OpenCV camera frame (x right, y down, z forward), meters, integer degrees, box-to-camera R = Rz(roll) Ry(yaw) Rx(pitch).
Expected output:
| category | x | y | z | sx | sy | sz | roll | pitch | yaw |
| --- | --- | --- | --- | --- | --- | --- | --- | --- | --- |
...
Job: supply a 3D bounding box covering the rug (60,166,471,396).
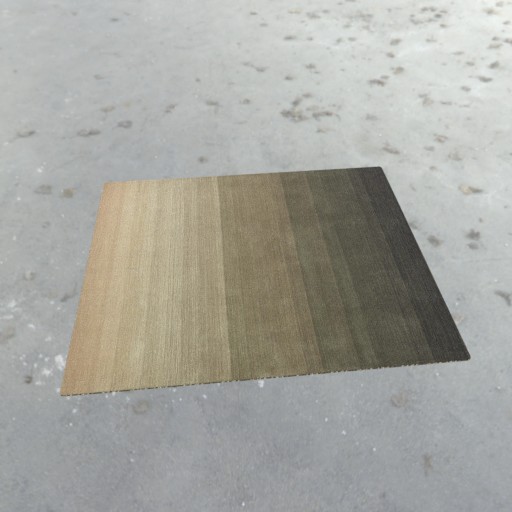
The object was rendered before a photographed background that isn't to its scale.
| category | x | y | z | sx | sy | sz | roll | pitch | yaw |
| --- | --- | --- | --- | --- | --- | --- | --- | --- | --- |
| rug | 0.000 | 0.000 | 3.857 | 2.902 | 0.017 | 2.305 | -4 | 48 | -4 |
